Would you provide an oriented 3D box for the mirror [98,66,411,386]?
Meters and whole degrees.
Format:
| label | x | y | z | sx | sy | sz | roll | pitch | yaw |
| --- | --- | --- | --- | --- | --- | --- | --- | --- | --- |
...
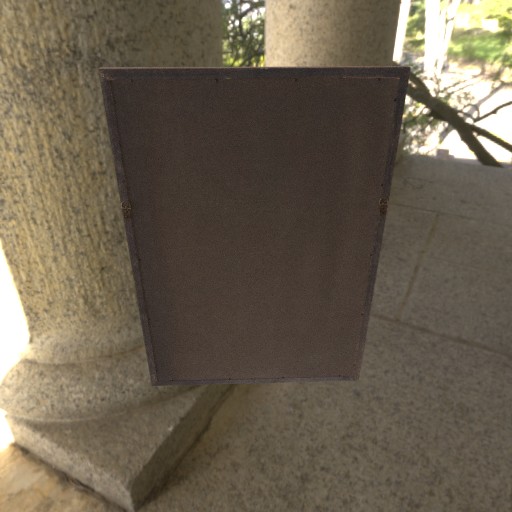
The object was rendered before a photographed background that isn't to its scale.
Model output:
| label | x | y | z | sx | sy | sz | roll | pitch | yaw |
| --- | --- | --- | --- | --- | --- | --- | --- | --- | --- |
| mirror | 0.000 | 0.000 | 1.260 | 0.705 | 0.996 | 0.025 | -1 | 31 | -2 |
